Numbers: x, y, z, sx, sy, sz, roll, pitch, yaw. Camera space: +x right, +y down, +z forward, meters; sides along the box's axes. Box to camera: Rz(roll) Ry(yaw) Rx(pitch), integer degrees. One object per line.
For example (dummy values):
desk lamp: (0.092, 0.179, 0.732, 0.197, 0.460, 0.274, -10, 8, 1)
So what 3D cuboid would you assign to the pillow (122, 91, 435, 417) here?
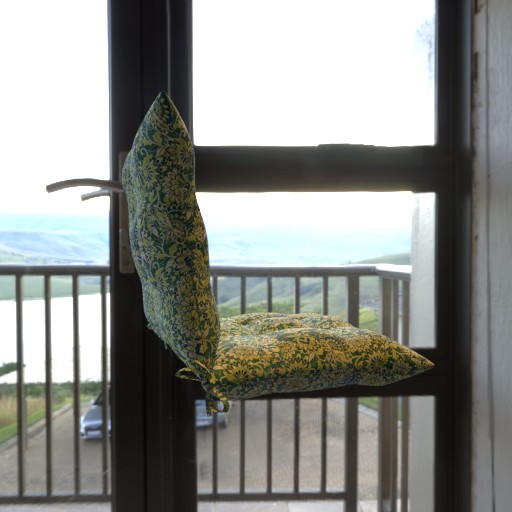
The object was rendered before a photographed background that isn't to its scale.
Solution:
pillow: (0.000, 0.000, 1.012, 0.585, 0.536, 0.541, 0, 1, -20)
